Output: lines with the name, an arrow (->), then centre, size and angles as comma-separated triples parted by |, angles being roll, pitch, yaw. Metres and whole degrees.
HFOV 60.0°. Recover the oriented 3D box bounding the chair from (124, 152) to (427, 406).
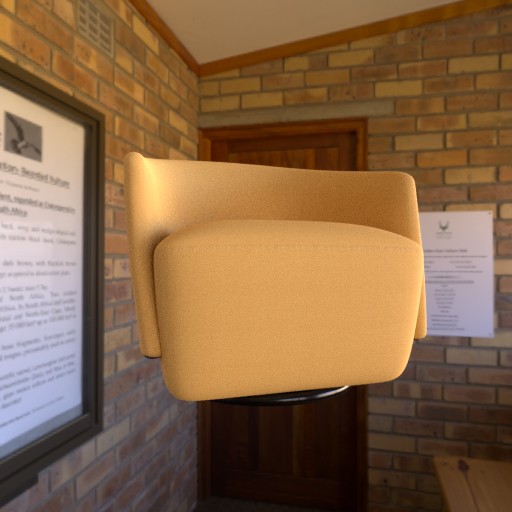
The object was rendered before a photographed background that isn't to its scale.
chair -> 0.000, 0.000, 1.329 | 0.773, 0.698, 0.767 | 0, -1, -18
